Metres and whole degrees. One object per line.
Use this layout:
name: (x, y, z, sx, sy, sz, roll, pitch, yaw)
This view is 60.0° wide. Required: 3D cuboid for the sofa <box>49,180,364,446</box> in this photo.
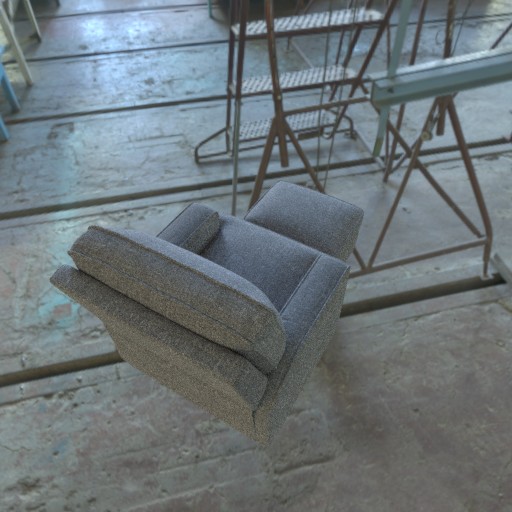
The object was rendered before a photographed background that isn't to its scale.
sofa: (0.000, 0.000, 2.036, 0.861, 0.959, 1.472, 24, 51, 21)
